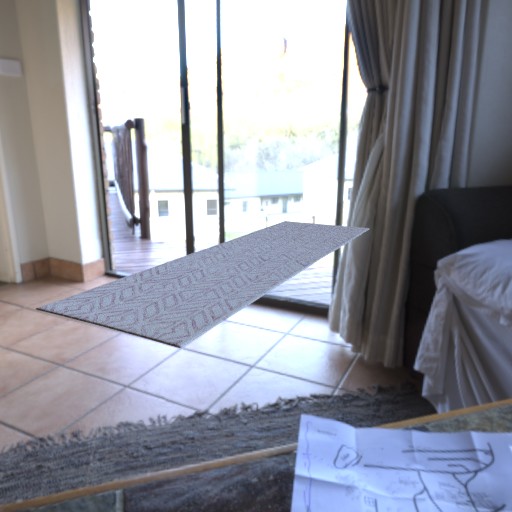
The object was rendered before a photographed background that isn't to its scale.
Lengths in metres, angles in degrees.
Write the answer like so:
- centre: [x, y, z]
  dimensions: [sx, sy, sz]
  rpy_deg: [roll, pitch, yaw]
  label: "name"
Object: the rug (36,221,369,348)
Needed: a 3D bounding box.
- centre: [0.000, 0.000, 2.693]
  dimensions: [0.750, 0.009, 2.435]
  rpy_deg: [8, 16, 28]
  label: "rug"
